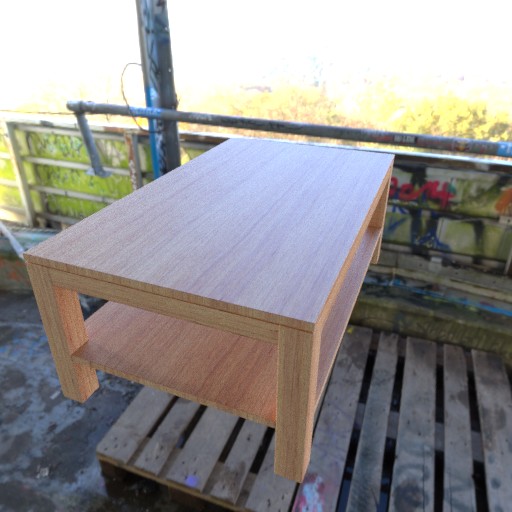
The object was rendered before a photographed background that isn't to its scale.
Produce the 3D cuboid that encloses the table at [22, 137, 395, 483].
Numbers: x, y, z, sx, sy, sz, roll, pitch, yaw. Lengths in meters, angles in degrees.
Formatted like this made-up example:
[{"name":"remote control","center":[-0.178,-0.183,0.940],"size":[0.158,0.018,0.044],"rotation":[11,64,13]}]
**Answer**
[{"name":"table","center":[0.000,0.000,1.479],"size":[0.695,0.457,1.146],"rotation":[11,31,19]}]
